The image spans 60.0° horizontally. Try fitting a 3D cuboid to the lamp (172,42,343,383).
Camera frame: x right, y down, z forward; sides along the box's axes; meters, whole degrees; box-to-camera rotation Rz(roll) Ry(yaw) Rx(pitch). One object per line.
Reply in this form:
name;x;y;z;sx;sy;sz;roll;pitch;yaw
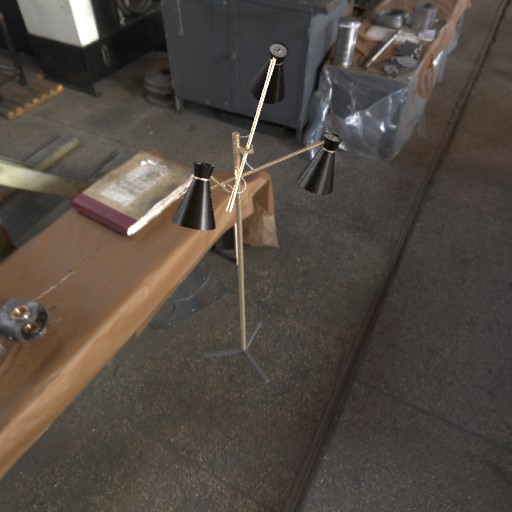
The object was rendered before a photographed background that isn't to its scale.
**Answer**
lamp;0.000;0.000;2.158;0.653;1.804;0.750;-4;47;-4
